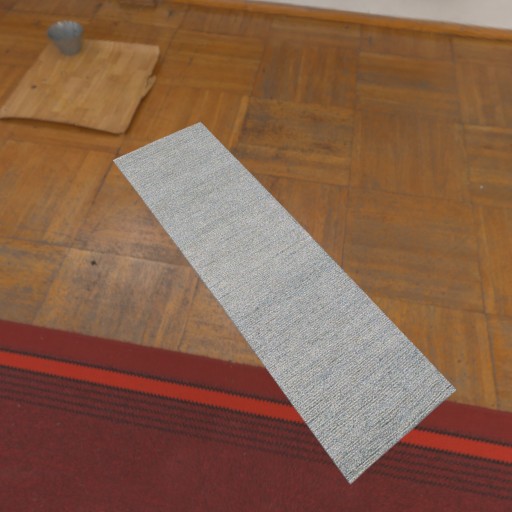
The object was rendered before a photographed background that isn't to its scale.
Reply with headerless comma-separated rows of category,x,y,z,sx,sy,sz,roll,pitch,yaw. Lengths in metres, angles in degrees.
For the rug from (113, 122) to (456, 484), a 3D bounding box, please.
rug,0.000,0.000,2.497,0.675,0.037,2.341,-30,61,-19
